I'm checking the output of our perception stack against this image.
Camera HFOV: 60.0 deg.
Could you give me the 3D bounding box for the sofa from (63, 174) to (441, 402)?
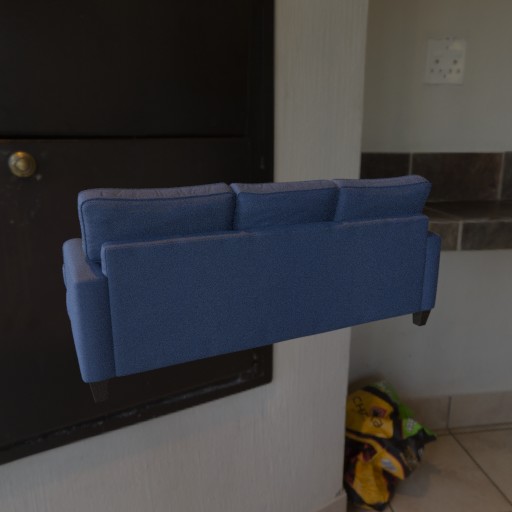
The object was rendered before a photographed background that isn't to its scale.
[{"bbox_3d":[0.000,0.000,2.719,2.158,0.965,0.951,-7,16,-25],"label":"sofa"}]
